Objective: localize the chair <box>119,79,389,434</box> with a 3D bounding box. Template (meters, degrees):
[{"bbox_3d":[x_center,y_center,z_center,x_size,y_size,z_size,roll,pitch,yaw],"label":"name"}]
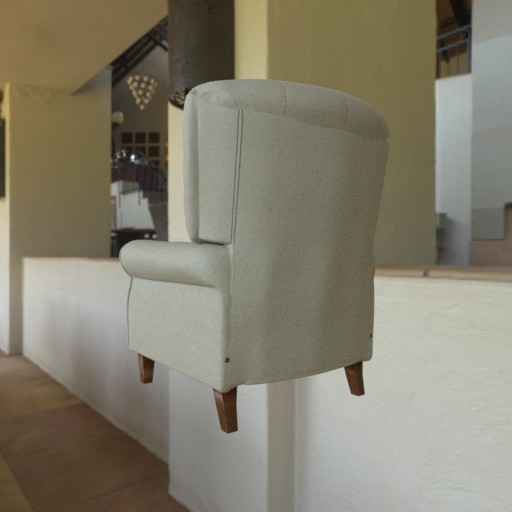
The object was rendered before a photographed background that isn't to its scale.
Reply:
[{"bbox_3d":[0.000,0.000,1.889,0.943,1.158,1.059,0,0,-36],"label":"chair"}]
